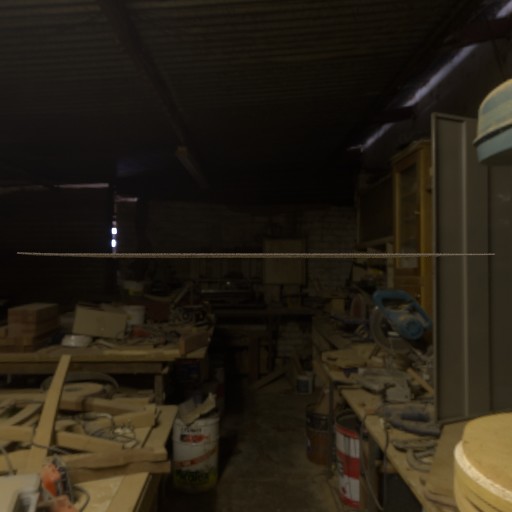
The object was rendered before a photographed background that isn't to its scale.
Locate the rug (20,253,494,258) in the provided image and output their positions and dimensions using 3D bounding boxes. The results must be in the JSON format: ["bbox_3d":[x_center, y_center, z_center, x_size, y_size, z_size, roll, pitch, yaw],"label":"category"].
[{"bbox_3d":[0.000,0.000,2.280,1.813,0.008,1.223,0,-1,-1],"label":"rug"}]
